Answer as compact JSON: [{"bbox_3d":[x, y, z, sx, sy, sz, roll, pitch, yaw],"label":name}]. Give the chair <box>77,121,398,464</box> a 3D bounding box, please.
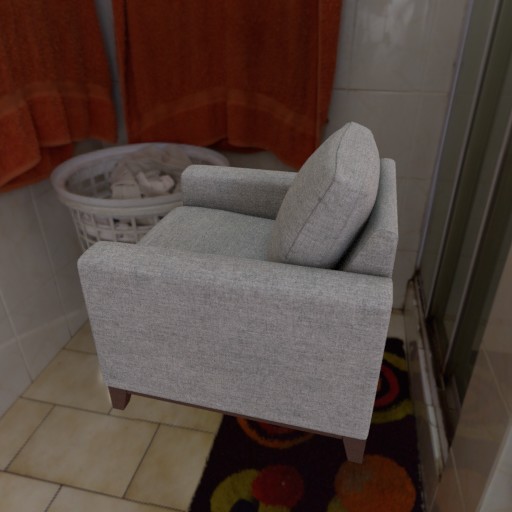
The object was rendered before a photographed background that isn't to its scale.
[{"bbox_3d":[0.000,0.000,1.850,1.038,1.010,1.024,7,31,13],"label":"chair"}]
